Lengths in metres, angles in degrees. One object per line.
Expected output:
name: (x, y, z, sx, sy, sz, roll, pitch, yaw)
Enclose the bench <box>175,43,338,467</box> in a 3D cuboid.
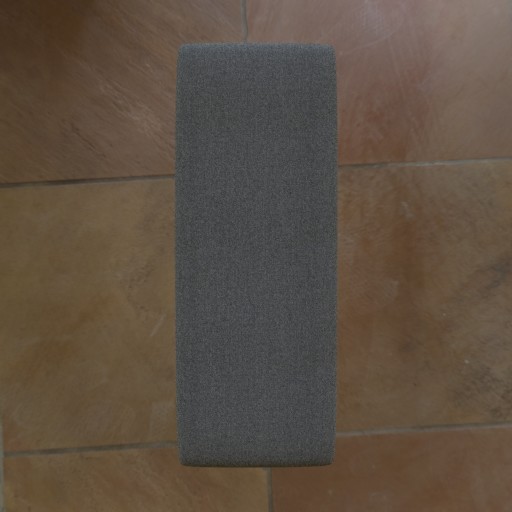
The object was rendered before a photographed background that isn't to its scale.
bench: (0.000, 0.000, 1.826, 0.631, 0.384, 1.598, 0, 91, -1)
